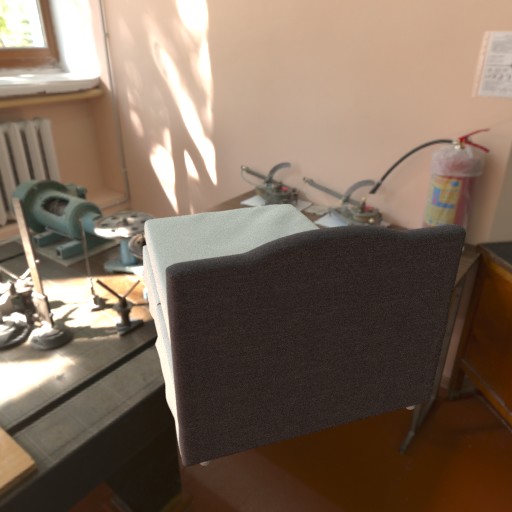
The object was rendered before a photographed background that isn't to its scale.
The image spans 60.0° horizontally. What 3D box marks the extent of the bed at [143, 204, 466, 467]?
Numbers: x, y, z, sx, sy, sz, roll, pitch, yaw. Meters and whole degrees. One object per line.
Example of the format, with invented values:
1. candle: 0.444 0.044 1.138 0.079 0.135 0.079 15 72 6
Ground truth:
1. bed: 0.000 0.000 3.591 1.741 1.441 2.507 -8 28 -16
